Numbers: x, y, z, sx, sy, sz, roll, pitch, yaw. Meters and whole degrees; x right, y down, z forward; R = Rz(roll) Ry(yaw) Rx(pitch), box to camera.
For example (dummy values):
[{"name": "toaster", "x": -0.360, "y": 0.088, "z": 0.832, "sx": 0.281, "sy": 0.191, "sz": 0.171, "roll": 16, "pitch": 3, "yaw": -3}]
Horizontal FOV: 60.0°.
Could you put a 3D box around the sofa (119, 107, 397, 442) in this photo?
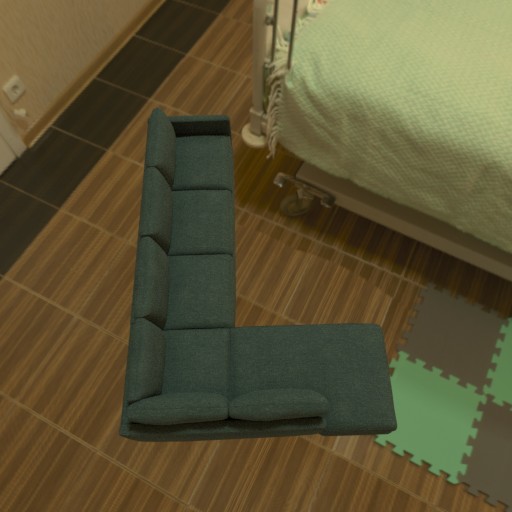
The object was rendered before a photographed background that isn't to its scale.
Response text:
[{"name": "sofa", "x": 0.000, "y": 0.000, "z": 3.873, "sx": 2.007, "sy": 0.815, "sz": 2.949, "roll": -2, "pitch": 64, "yaw": -1}]
